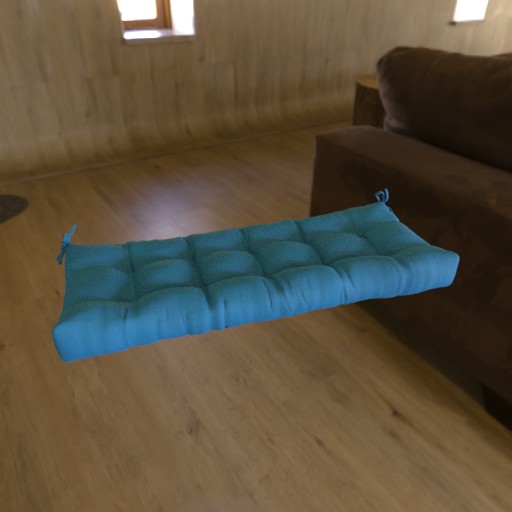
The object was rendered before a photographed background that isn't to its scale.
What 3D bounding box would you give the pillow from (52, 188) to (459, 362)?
[{"bbox_3d":[0.000,0.000,1.370,1.194,0.174,0.511,-9,32,-15],"label":"pillow"}]
